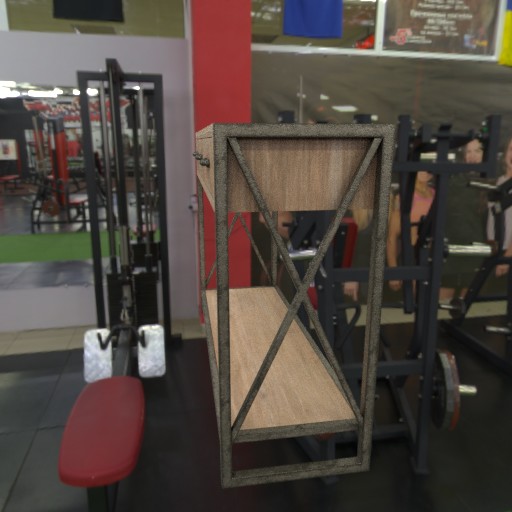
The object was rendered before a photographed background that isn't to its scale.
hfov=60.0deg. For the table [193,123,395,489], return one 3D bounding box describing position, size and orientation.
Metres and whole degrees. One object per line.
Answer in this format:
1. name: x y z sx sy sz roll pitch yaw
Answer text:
1. table: 0.000 0.000 1.398 0.361 0.763 1.059 -2 15 -9
